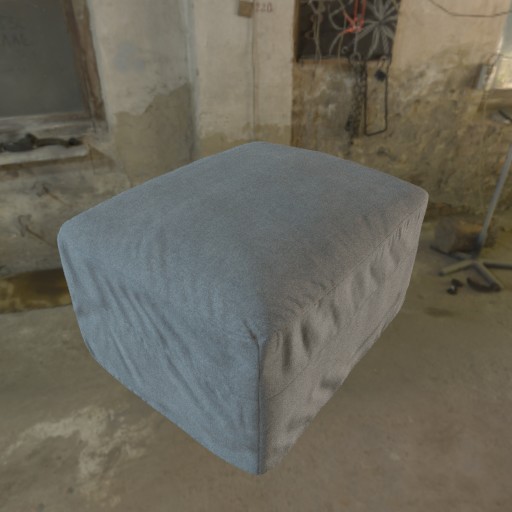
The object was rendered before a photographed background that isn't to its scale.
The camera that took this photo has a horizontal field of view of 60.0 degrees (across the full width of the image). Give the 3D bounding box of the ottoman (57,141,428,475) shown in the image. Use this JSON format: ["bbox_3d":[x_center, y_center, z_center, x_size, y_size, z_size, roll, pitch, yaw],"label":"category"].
[{"bbox_3d":[0.000,0.000,1.250,0.683,0.481,0.837,23,40,31],"label":"ottoman"}]
